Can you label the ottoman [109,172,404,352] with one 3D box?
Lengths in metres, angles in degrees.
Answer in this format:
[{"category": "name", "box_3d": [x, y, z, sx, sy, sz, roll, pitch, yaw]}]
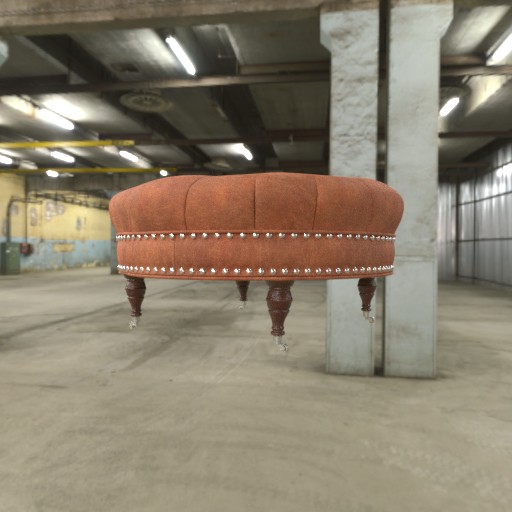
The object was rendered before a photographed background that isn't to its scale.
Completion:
[{"category": "ottoman", "box_3d": [0.000, 0.000, 1.423, 0.901, 0.444, 0.901, 0, 1, 0]}]
